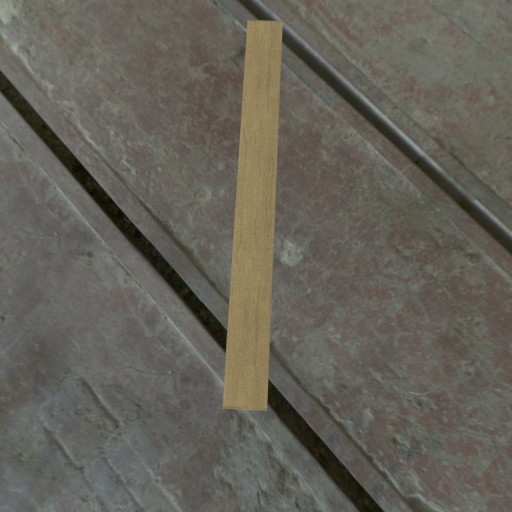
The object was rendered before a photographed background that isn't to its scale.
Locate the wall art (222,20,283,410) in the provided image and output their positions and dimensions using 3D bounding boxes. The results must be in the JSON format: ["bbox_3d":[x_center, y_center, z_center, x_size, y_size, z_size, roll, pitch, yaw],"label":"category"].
[{"bbox_3d":[0.000,0.000,0.518,0.030,0.380,0.312,3,75,1],"label":"wall art"}]
